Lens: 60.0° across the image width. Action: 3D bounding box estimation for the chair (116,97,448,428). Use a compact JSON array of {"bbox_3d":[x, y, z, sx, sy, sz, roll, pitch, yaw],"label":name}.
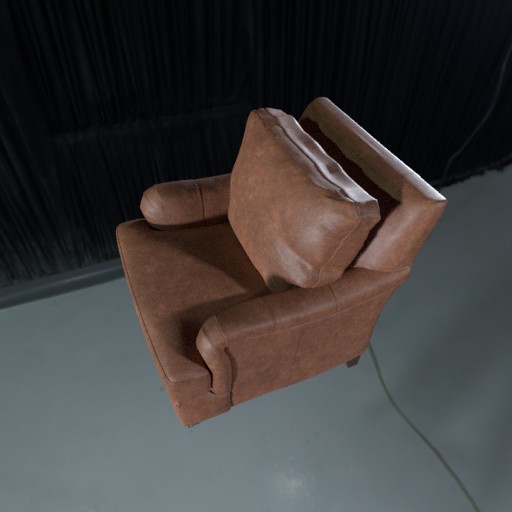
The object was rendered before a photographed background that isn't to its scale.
[{"bbox_3d":[0.000,0.000,2.042,1.158,1.055,0.986,-18,48,-16],"label":"chair"}]
